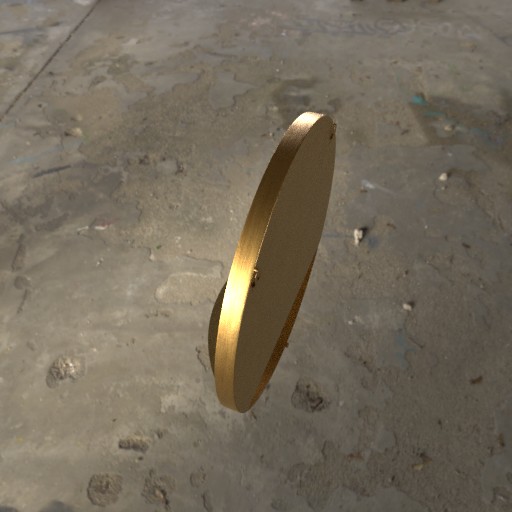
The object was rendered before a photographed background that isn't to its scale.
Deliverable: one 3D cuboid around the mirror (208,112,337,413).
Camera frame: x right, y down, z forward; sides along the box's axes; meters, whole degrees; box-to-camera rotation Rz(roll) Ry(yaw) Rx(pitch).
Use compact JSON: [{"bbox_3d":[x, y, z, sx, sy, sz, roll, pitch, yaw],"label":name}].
[{"bbox_3d":[0.000,0.000,0.705,0.133,0.457,0.457,16,49,15],"label":"mirror"}]
